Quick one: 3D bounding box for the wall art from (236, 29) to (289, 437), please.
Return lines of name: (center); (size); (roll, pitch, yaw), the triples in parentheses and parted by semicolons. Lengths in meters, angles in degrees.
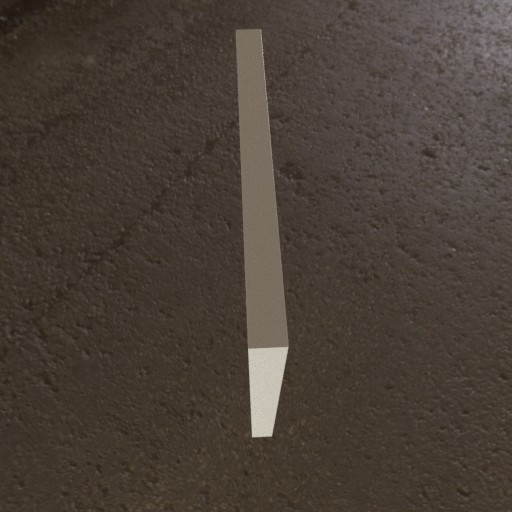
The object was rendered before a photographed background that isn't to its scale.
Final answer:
wall art: (0.000, 0.000, 0.764); (0.038, 0.505, 0.506); (-2, 59, -1)
